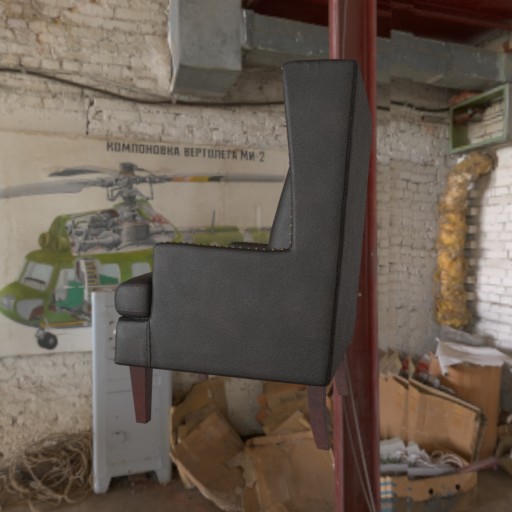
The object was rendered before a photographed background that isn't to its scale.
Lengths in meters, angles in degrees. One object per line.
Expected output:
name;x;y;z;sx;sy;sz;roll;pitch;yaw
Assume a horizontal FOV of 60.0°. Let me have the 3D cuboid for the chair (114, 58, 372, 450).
chair;0.000;0.000;1.655;0.799;1.142;0.703;1;2;18
